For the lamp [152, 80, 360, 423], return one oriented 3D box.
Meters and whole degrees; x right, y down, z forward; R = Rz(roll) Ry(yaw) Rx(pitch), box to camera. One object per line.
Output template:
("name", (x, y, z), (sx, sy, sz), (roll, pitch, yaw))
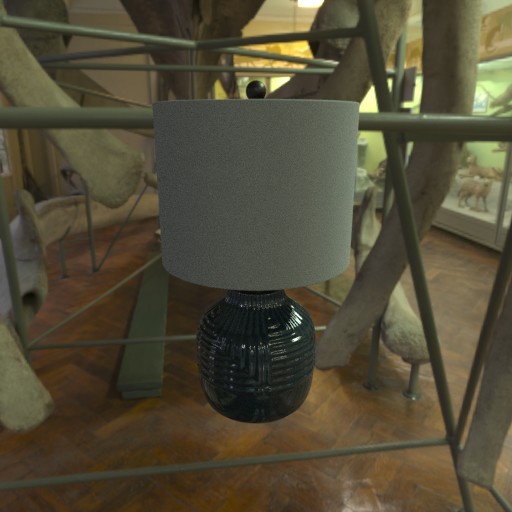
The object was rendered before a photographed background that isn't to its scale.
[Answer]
("lamp", (0.000, 0.000, 0.768), (0.318, 0.567, 0.318), (0, 17, 0))
